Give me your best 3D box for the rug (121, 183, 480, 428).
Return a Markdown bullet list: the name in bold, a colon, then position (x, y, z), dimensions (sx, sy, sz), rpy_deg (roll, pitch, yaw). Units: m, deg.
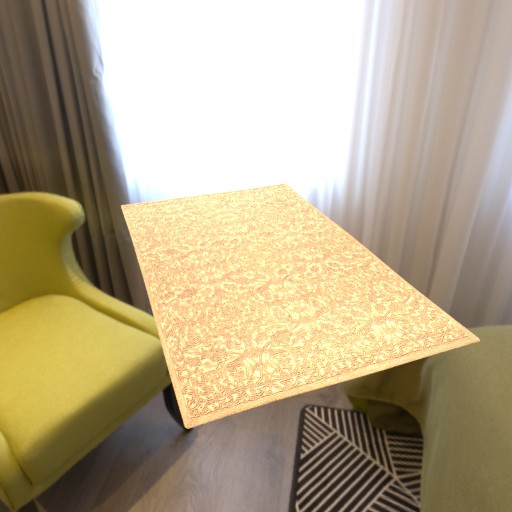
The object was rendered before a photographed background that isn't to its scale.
- **rug**: position (0.000, 0.000, 3.008), dimensions (1.529, 0.012, 2.435), rpy_deg (-11, 31, -18)
